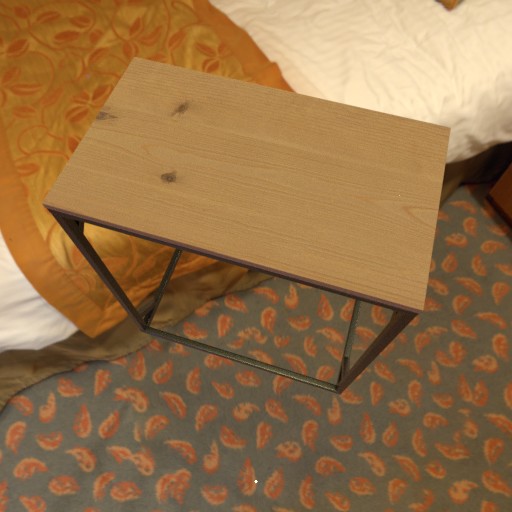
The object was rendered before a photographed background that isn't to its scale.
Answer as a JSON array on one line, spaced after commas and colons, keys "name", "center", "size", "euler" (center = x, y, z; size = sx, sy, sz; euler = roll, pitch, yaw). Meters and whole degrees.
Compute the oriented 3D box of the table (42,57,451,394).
[{"name": "table", "center": [0.000, 0.000, 1.031], "size": [0.597, 0.673, 0.351], "euler": [16, 64, 8]}]
